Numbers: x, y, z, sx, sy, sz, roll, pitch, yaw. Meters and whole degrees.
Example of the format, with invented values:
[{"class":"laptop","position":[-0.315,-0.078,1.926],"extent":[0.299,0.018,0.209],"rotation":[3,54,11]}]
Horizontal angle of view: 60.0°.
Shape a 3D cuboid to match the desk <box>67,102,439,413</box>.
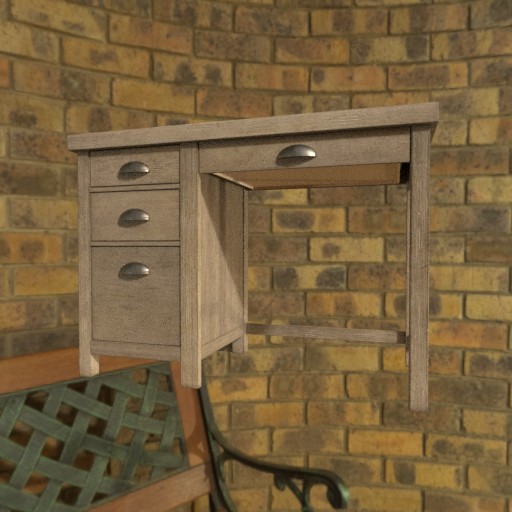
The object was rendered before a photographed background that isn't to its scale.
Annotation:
[{"class":"desk","position":[0.000,0.000,1.761],"extent":[1.289,0.912,0.610],"rotation":[0,1,18]}]
